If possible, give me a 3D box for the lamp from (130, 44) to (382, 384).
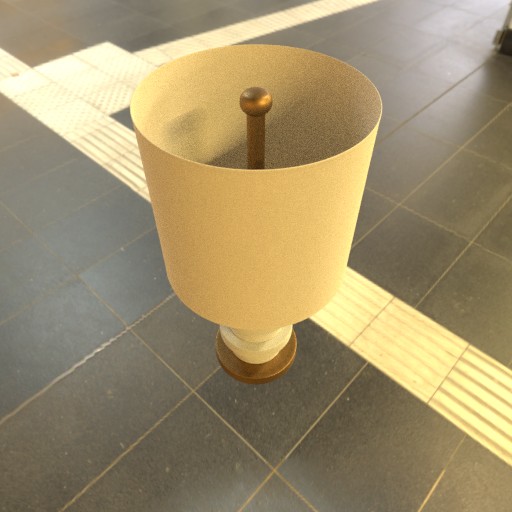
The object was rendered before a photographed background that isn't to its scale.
[{"bbox_3d":[0.000,0.000,0.522,0.210,0.410,0.210,18,50,16],"label":"lamp"}]
